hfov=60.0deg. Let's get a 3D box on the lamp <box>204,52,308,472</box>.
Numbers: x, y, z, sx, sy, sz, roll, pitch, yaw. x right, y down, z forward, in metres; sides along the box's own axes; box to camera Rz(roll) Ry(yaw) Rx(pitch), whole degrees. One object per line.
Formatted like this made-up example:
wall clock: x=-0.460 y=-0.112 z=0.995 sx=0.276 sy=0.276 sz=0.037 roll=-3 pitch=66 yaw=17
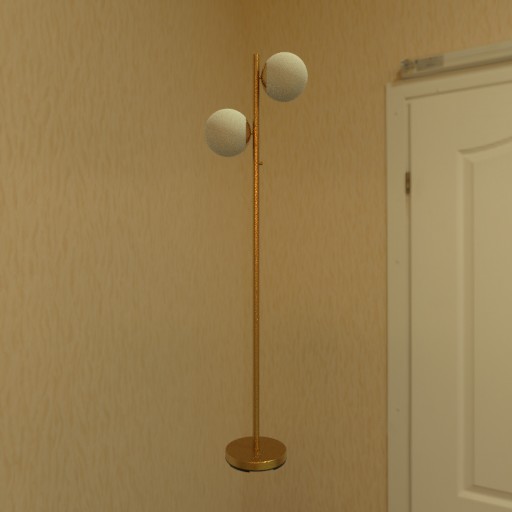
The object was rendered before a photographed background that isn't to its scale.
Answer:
lamp: x=0.000 y=0.000 z=1.800 sx=0.419 sy=1.641 sz=0.249 roll=0 pitch=0 yaw=-1
